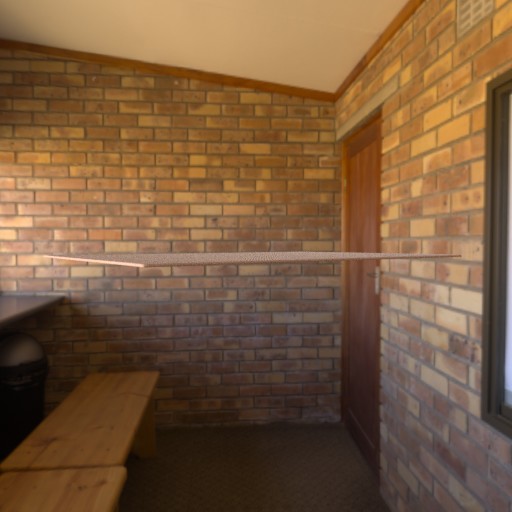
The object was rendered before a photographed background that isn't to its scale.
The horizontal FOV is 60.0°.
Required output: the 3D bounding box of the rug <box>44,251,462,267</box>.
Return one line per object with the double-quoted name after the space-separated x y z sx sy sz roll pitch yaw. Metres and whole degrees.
0.000 0.000 2.766 2.134 0.013 1.524 -1 2 -37 "rug"
